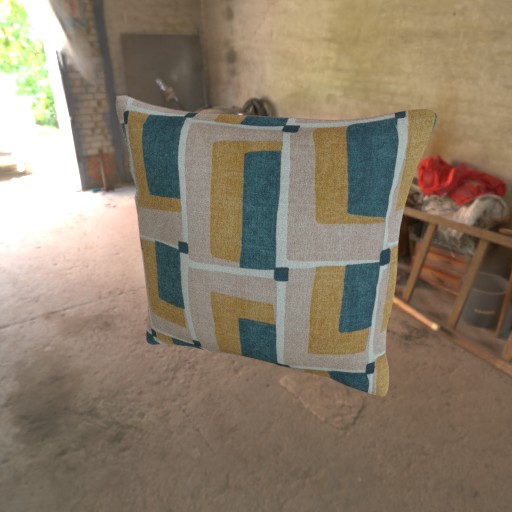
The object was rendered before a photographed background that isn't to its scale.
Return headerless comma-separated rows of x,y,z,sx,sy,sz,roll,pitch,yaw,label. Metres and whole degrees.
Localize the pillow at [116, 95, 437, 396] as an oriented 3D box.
0.000,0.000,0.725,0.478,0.479,0.158,9,28,17,pillow
